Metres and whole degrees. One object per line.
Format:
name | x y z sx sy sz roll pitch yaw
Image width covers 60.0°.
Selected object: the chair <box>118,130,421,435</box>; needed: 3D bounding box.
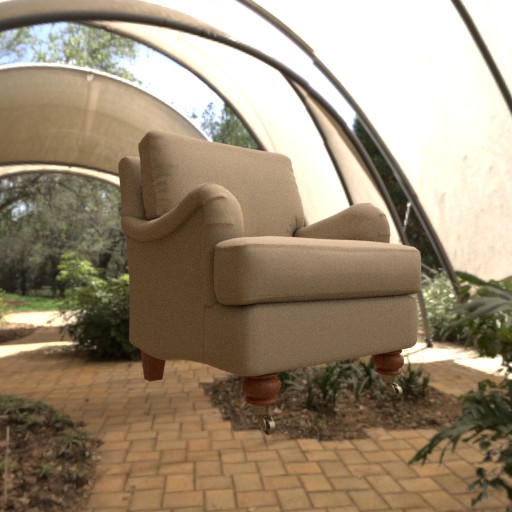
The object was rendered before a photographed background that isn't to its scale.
chair | 0.000 0.000 1.880 0.895 1.076 1.078 1 -2 -36
